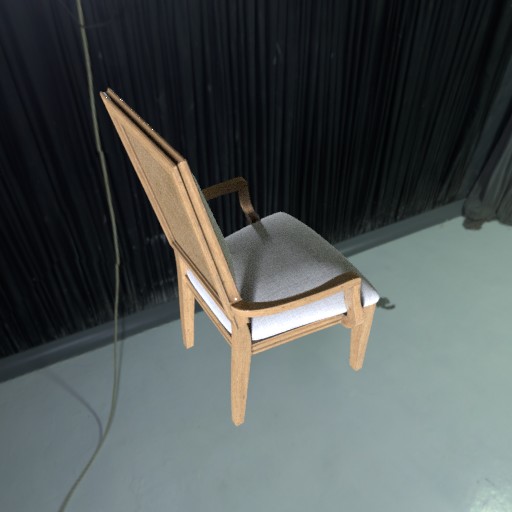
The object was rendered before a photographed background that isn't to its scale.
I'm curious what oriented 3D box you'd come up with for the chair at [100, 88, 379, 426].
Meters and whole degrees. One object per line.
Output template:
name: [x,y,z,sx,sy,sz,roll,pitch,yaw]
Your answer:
chair: [0.000,0.000,1.340,0.602,0.990,0.606,-22,45,-24]
